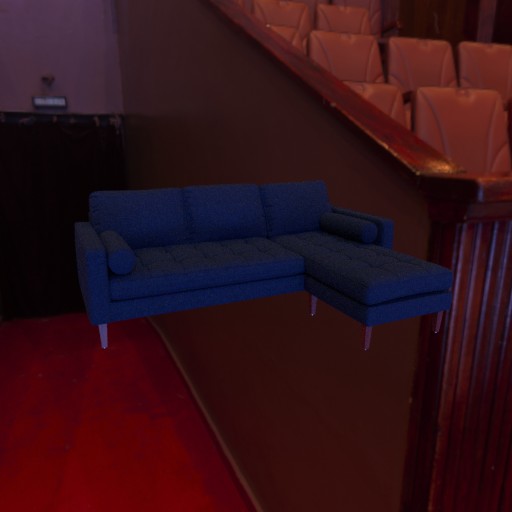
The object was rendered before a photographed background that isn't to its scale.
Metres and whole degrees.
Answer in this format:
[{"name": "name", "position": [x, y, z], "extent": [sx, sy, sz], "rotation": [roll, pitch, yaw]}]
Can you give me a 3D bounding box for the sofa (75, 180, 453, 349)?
[{"name": "sofa", "position": [0.000, 0.000, 2.983], "extent": [2.185, 0.841, 1.613], "rotation": [-7, 16, -24]}]
